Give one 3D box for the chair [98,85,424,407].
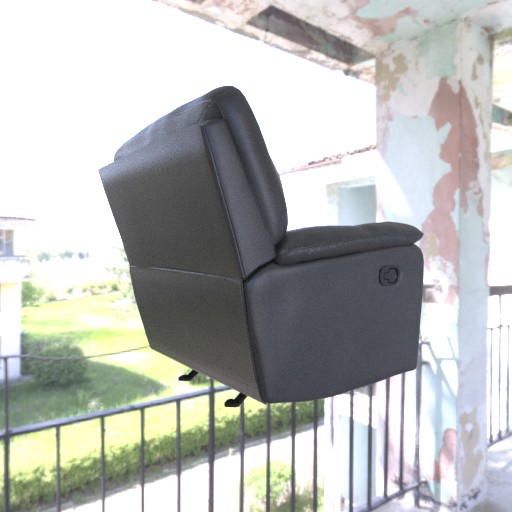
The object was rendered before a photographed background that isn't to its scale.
[{"bbox_3d":[0.000,0.000,1.950,1.087,1.109,1.096,-1,2,-36],"label":"chair"}]
